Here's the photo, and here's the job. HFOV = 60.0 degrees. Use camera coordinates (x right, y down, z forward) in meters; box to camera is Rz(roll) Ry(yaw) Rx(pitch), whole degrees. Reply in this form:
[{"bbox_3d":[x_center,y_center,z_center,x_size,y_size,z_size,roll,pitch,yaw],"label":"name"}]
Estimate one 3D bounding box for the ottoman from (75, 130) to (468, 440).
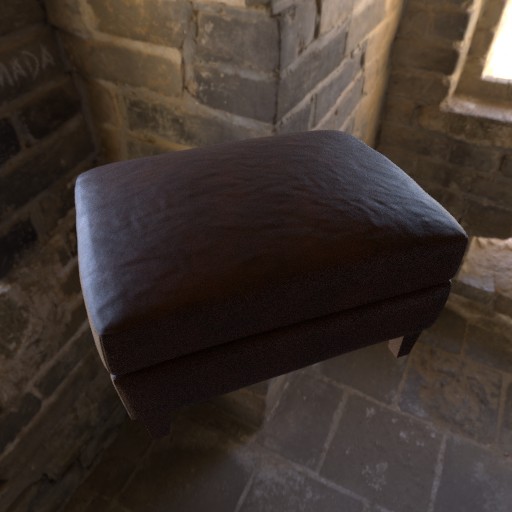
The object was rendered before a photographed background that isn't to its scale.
[{"bbox_3d":[0.000,0.000,1.248,0.887,0.527,0.659,-13,42,-15],"label":"ottoman"}]
